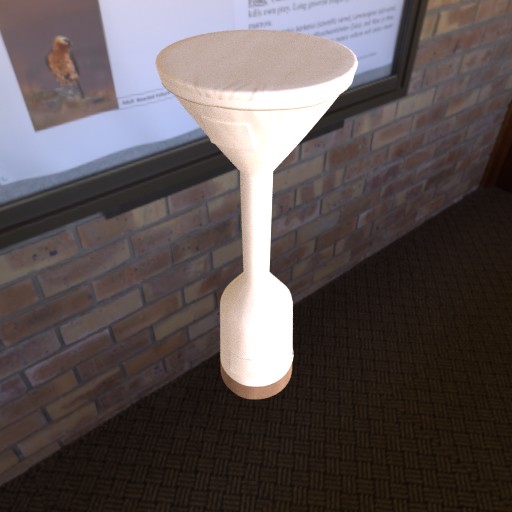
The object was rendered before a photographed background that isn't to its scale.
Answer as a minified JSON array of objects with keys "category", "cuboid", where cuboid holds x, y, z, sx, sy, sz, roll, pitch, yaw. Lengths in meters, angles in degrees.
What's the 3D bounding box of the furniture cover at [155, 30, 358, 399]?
[{"category":"furniture cover","cuboid":[0.000,0.000,2.803,0.914,2.413,0.914,13,42,15]}]
